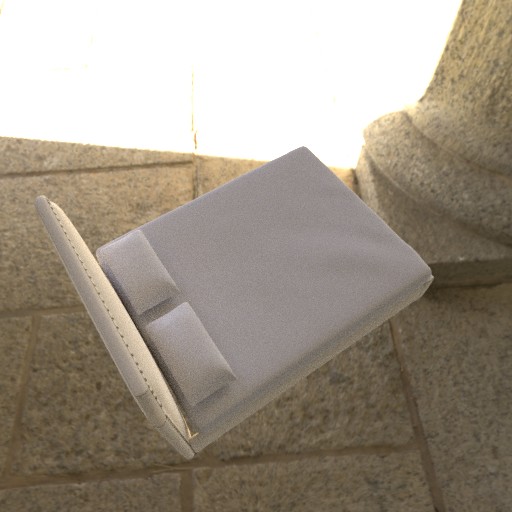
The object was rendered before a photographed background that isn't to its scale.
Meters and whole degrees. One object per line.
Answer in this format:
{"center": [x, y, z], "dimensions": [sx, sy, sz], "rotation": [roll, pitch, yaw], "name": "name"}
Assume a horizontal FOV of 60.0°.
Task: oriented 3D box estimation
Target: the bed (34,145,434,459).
{"center": [0.000, 0.000, 3.354], "dimensions": [2.372, 1.497, 1.712], "rotation": [-30, 63, -17], "name": "bed"}
